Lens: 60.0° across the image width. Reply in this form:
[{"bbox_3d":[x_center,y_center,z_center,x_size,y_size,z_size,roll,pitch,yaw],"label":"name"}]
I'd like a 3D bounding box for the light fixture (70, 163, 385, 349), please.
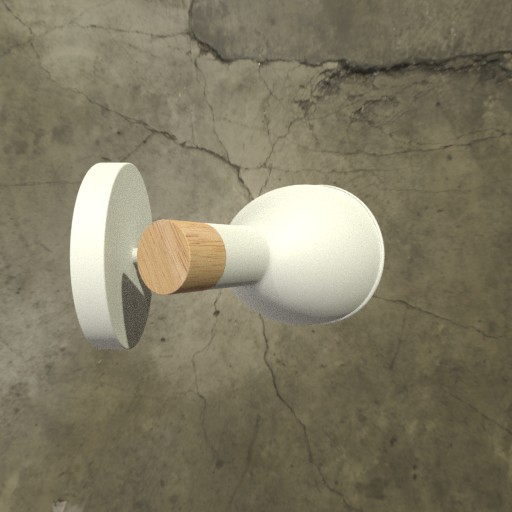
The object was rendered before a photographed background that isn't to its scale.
[{"bbox_3d":[0.000,0.000,0.329,0.209,0.199,0.127,0,91,-1],"label":"light fixture"}]
